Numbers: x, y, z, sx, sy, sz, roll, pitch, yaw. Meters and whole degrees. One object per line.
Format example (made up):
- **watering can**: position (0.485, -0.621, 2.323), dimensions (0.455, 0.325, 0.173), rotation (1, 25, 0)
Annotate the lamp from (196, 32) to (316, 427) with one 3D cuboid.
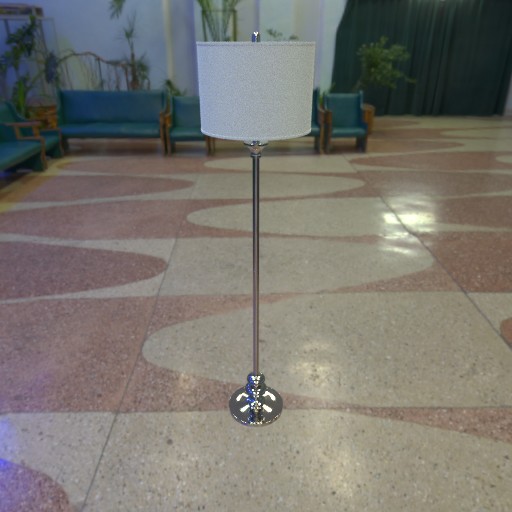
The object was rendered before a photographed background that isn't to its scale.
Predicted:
- **lamp**: position (0.000, 0.000, 1.649), dimensions (0.356, 1.487, 0.356), rotation (1, 26, 2)
